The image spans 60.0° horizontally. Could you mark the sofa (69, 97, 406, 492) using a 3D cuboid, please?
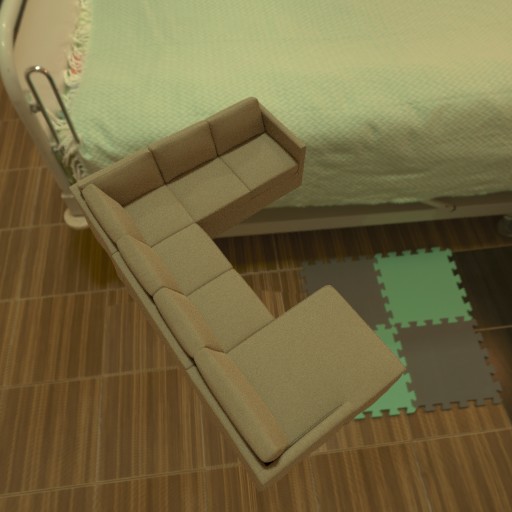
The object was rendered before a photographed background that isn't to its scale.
[{"bbox_3d":[0.000,0.000,4.529,2.476,0.878,3.528,-32,64,-18],"label":"sofa"}]
